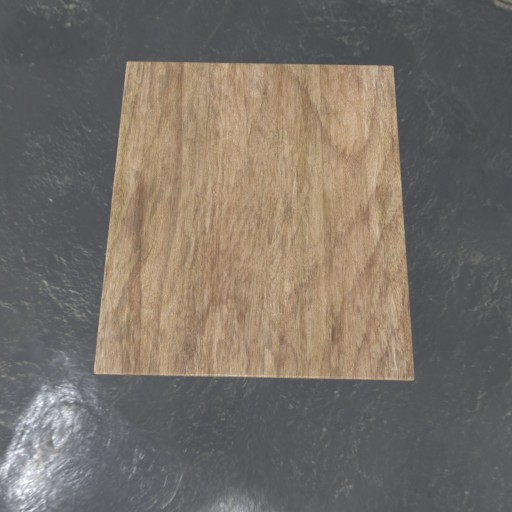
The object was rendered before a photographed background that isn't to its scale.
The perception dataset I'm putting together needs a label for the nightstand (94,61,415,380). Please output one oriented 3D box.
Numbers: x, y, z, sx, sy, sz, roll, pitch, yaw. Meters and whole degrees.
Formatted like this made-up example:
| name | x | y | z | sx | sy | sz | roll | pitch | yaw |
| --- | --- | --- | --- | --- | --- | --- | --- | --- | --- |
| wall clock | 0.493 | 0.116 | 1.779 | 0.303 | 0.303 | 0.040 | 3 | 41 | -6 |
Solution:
| name | x | y | z | sx | sy | sz | roll | pitch | yaw |
| --- | --- | --- | --- | --- | --- | --- | --- | --- | --- |
| nightstand | 0.000 | 0.000 | 0.881 | 0.406 | 0.559 | 0.457 | 1 | 76 | 0 |
